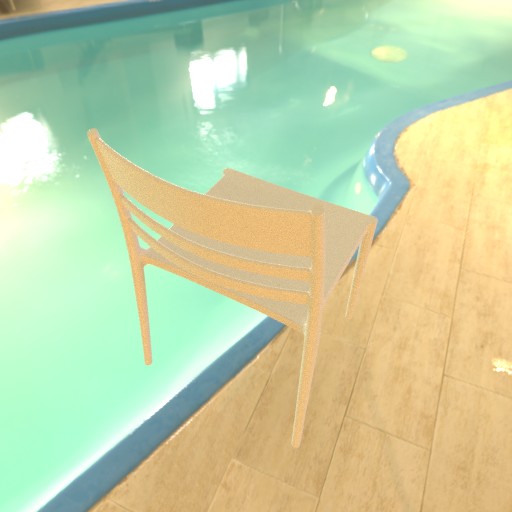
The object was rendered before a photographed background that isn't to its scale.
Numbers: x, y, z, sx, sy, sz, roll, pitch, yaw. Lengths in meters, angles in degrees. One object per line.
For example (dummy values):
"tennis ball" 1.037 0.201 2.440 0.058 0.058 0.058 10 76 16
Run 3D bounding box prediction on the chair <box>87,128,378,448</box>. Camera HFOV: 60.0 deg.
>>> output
"chair" 0.000 0.000 1.146 0.531 0.800 0.511 22 50 20
